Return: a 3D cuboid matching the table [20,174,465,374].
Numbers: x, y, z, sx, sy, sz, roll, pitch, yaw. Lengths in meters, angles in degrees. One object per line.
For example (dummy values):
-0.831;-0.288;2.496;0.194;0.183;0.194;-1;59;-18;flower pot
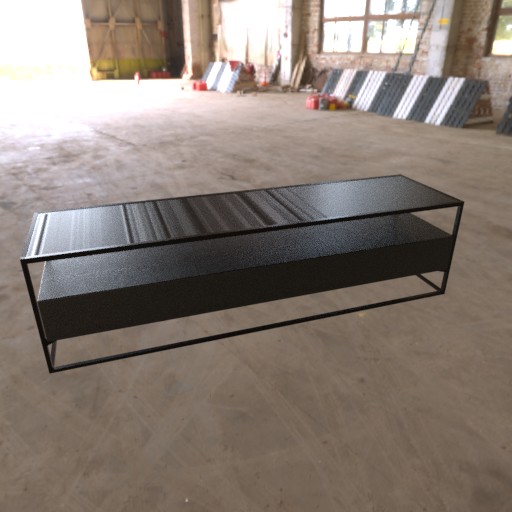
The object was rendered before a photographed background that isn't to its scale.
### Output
0.000;0.000;1.671;1.486;0.395;0.399;-8;27;-17;table
